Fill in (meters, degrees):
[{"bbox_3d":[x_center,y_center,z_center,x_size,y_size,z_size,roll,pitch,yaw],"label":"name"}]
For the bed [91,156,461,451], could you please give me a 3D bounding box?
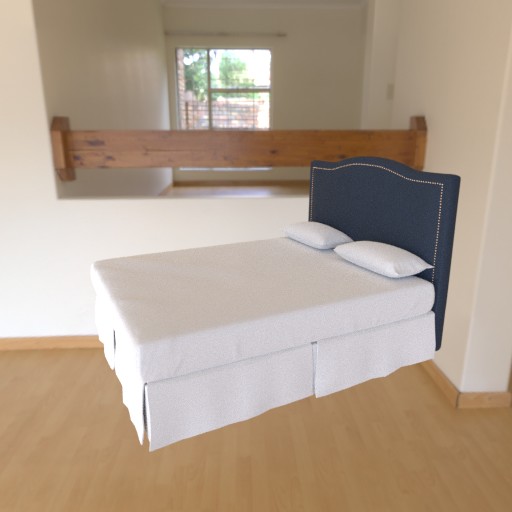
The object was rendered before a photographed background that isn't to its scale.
[{"bbox_3d":[0.000,0.000,3.407,2.282,1.436,1.821,-8,18,-26],"label":"bed"}]
